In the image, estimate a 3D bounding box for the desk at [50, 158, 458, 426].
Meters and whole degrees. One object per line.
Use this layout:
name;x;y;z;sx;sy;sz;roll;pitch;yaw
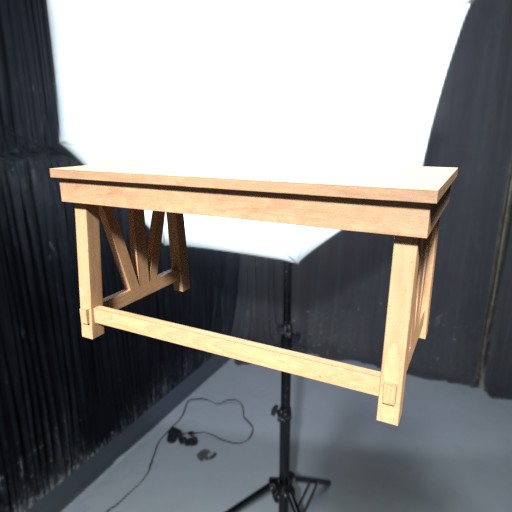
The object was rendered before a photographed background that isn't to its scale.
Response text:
desk;0.000;0.000;1.953;1.499;0.762;0.813;8;18;26
